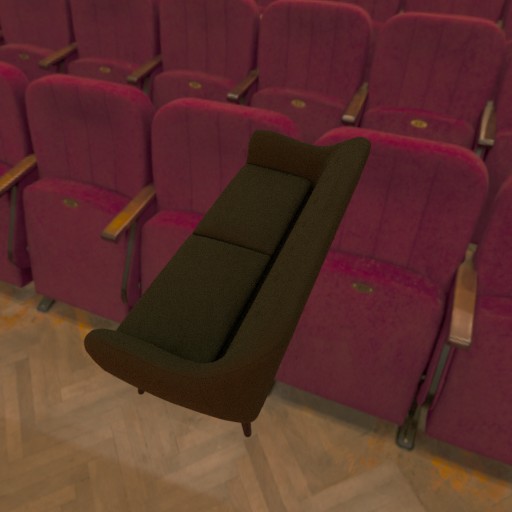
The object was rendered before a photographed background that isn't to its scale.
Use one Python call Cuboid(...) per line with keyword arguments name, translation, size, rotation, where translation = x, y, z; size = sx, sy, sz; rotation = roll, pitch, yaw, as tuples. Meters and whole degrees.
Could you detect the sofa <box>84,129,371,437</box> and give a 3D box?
Cuboid(name="sofa", translation=(0.000, 0.000, 2.402), size=(0.820, 0.836, 1.840), rotation=(16, 47, 16))
